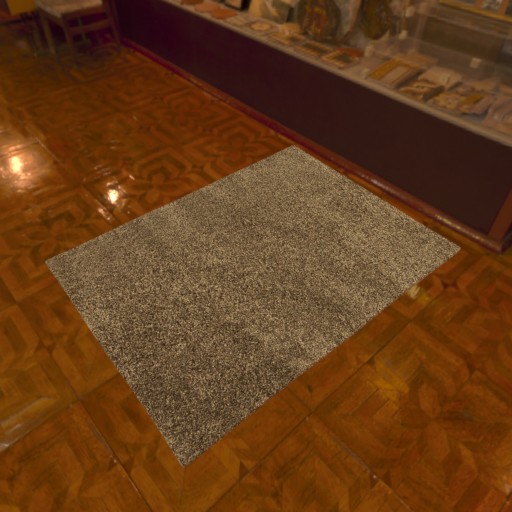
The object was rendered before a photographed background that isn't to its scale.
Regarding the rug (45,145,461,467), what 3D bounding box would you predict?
[{"bbox_3d":[0.000,0.000,2.130,1.601,0.025,1.198,-30,53,-26],"label":"rug"}]
